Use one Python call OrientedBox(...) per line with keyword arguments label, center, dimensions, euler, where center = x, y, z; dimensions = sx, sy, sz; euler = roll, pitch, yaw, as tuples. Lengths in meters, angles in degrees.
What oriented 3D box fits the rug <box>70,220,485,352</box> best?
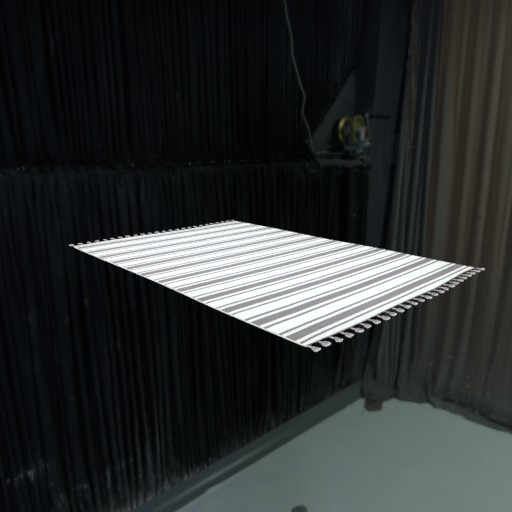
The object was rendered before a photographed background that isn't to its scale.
OrientedBox(label="rug", center=(0.000, 0.000, 3.783), dimensions=(2.030, 0.017, 3.040), euler=(-13, 19, -41))
